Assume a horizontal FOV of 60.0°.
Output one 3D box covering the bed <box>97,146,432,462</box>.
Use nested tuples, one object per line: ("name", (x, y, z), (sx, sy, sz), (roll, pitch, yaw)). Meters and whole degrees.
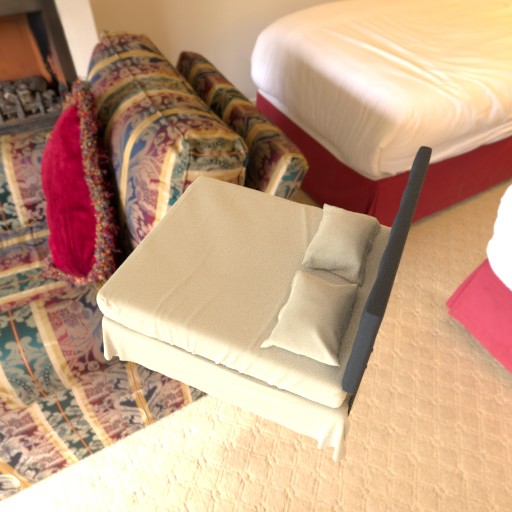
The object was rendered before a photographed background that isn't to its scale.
("bed", (0.000, 0.000, 3.510), (2.222, 1.577, 1.936), (18, 49, 16))
